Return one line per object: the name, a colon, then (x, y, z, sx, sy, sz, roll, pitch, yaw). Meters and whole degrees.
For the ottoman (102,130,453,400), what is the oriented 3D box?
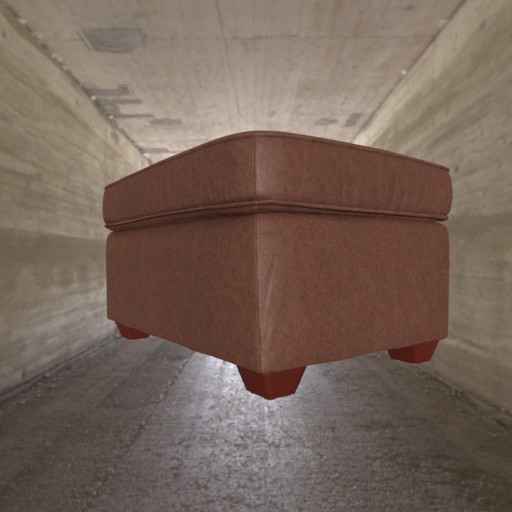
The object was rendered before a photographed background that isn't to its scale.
ottoman: (0.000, 0.000, 1.078, 0.548, 0.449, 0.749, 0, 0, -36)
